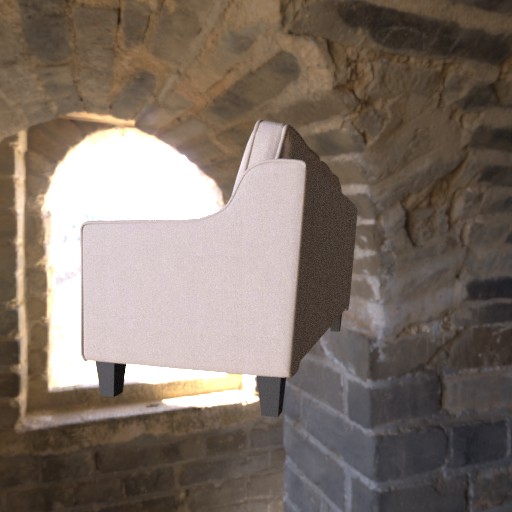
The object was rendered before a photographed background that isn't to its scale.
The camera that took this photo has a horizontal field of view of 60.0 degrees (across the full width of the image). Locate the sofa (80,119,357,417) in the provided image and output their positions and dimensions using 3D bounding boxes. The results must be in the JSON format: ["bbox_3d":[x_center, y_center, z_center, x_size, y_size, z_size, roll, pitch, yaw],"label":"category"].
[{"bbox_3d":[0.000,0.000,3.513,1.351,1.562,2.587,0,1,18],"label":"sofa"}]
